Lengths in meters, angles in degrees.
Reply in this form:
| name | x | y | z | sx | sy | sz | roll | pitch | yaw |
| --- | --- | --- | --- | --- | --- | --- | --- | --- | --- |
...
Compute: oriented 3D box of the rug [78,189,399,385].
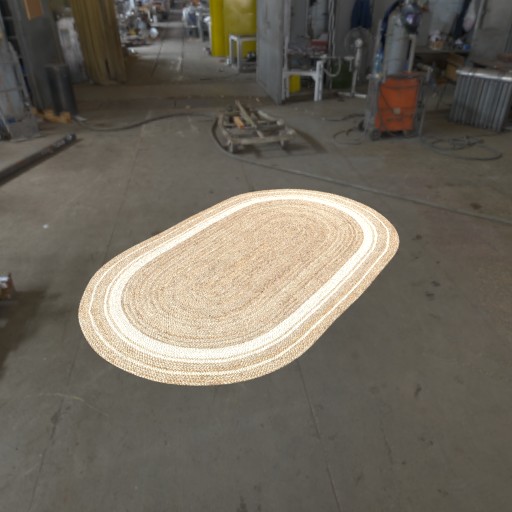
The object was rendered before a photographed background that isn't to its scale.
| name | x | y | z | sx | sy | sz | roll | pitch | yaw |
| --- | --- | --- | --- | --- | --- | --- | --- | --- | --- |
| rug | 0.000 | 0.000 | 3.005 | 1.520 | 0.006 | 2.432 | 22 | 38 | 31 |
